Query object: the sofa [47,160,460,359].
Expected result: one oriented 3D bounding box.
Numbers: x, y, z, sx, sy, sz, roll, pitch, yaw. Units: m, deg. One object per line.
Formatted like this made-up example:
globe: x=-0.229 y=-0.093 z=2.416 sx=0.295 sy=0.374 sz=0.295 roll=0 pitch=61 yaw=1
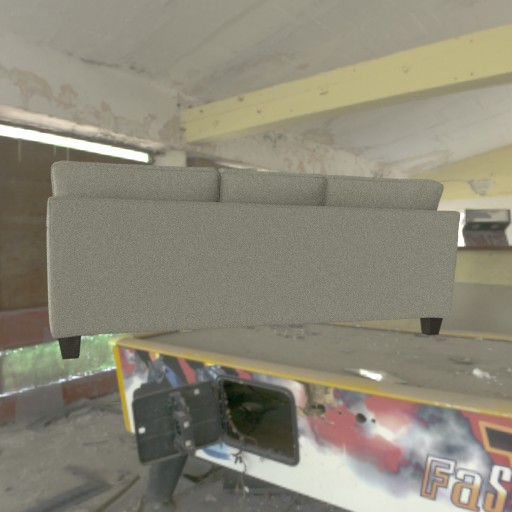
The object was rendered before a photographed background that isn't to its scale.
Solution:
sofa: x=0.000 y=0.000 z=2.816 sx=2.323 sy=0.997 sz=1.016 roll=0 pitch=0 yaw=-18
